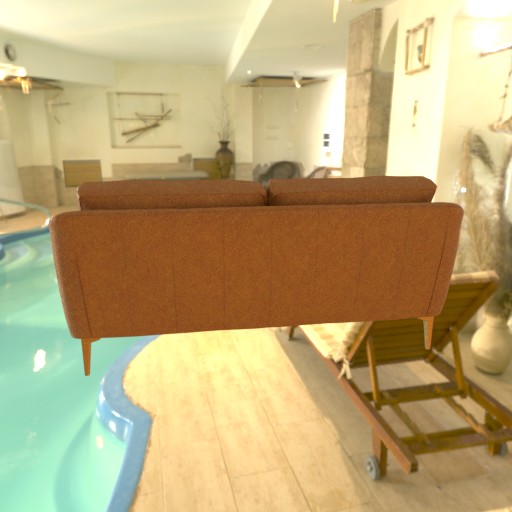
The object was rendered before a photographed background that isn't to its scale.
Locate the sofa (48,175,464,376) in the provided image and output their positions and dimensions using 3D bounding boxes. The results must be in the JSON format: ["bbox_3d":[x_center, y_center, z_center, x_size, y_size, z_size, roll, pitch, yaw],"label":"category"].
[{"bbox_3d":[0.000,0.000,2.547,2.036,0.945,0.981,-2,15,-8],"label":"sofa"}]
